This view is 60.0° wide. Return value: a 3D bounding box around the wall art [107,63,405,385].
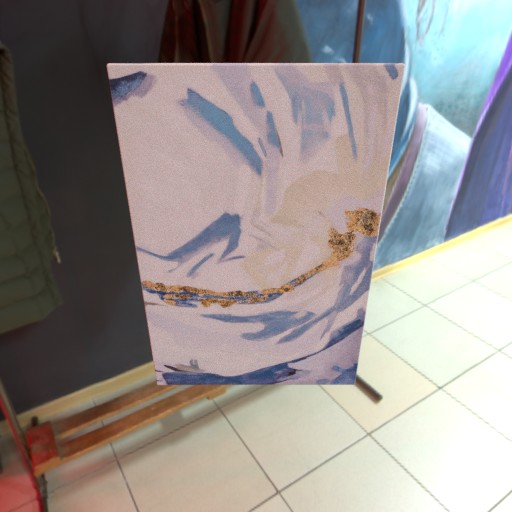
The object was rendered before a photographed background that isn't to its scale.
[{"bbox_3d":[0.000,0.000,1.138,0.610,0.914,0.016,0,30,0],"label":"wall art"}]
